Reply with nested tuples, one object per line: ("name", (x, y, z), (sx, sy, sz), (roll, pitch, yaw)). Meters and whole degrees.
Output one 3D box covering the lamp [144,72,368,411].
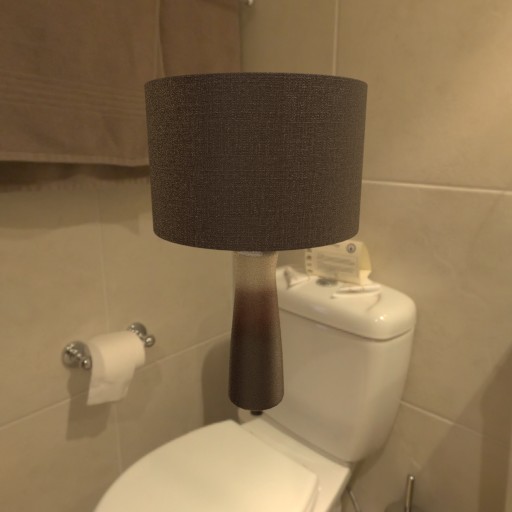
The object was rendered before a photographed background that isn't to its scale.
("lamp", (0.000, 0.000, 0.682), (0.303, 0.488, 0.303), (0, 15, 0))
